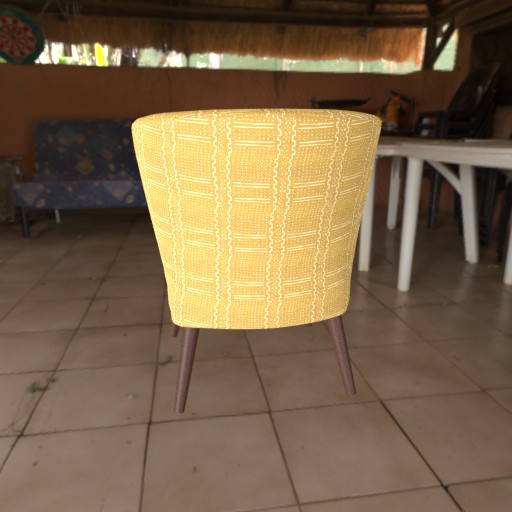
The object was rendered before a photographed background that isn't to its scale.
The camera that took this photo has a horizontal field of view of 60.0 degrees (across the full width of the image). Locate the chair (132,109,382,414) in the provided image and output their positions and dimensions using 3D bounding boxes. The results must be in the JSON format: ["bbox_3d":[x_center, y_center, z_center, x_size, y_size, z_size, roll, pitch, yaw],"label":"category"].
[{"bbox_3d":[0.000,0.000,1.422,0.706,0.866,0.758,-3,16,-10],"label":"chair"}]
